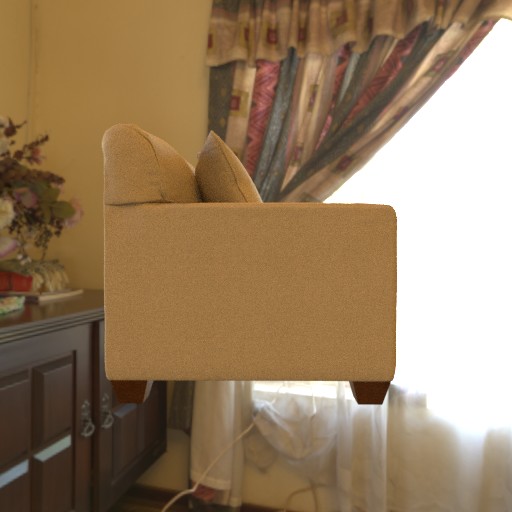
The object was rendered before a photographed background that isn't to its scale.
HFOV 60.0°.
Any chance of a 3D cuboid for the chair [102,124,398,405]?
[{"bbox_3d":[0.000,0.000,2.104,1.000,0.948,1.383,0,1,1],"label":"chair"}]
